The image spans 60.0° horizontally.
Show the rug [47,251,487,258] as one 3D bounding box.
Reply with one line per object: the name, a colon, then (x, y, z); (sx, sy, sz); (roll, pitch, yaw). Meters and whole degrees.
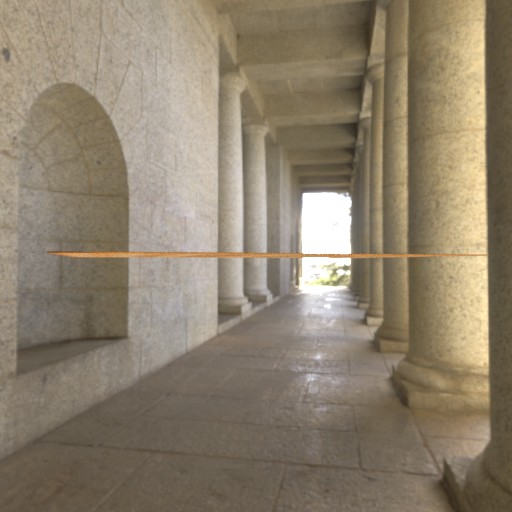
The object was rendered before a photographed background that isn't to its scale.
rug: (0.000, 0.000, 2.925); (2.336, 0.007, 1.525); (0, -1, -19)
